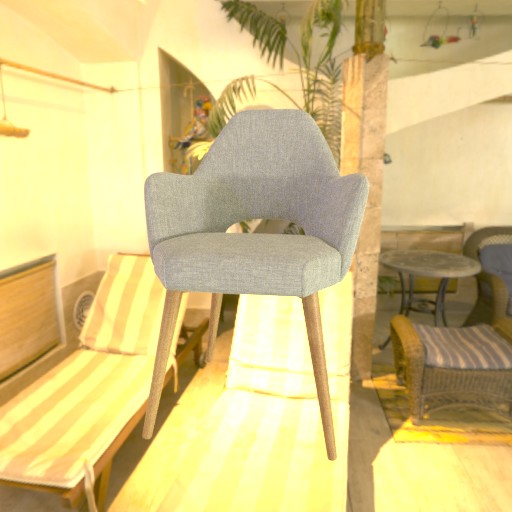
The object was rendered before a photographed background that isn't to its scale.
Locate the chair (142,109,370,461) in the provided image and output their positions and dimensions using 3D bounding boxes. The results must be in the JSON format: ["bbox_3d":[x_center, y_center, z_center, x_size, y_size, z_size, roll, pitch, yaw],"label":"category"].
[{"bbox_3d":[0.000,0.000,1.243,0.590,0.840,0.610,2,13,10],"label":"chair"}]
